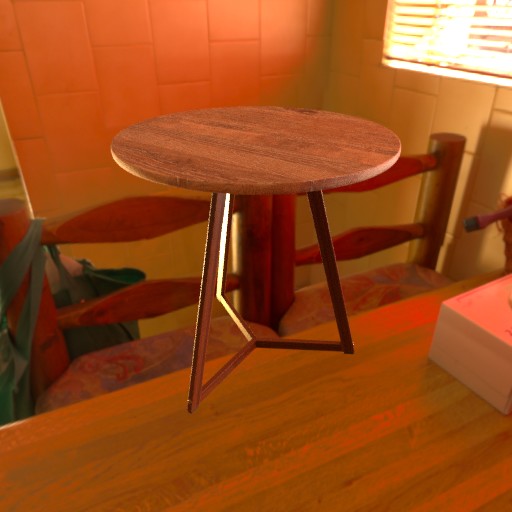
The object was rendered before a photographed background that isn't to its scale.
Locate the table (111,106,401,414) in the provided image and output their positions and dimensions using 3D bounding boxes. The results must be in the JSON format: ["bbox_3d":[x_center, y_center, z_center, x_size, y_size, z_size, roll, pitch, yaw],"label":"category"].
[{"bbox_3d":[0.000,0.000,0.915,0.500,0.500,0.500,0,30,0],"label":"table"}]
